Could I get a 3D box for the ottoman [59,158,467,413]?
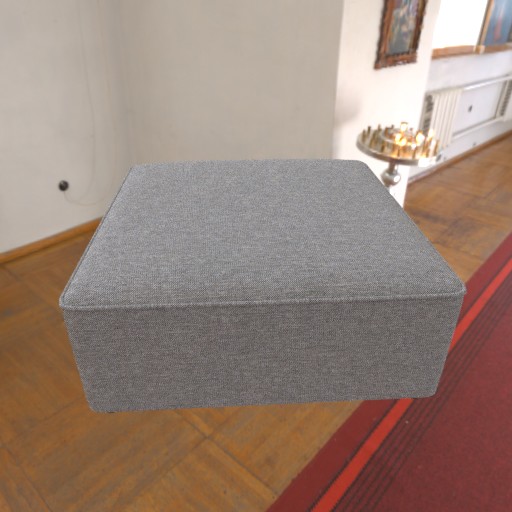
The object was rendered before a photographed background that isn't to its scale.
[{"bbox_3d":[0.000,0.000,1.570,1.005,0.455,1.005,-2,31,-3],"label":"ottoman"}]
